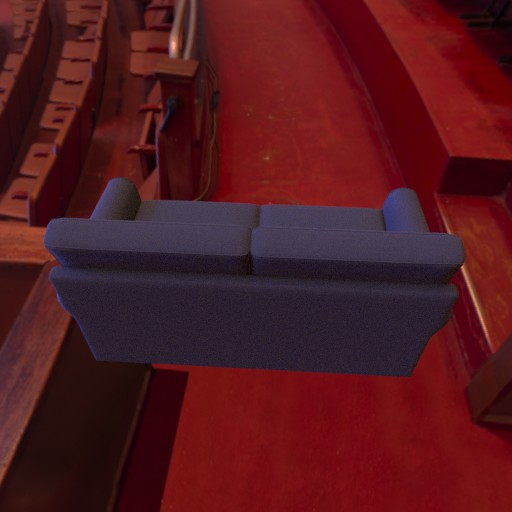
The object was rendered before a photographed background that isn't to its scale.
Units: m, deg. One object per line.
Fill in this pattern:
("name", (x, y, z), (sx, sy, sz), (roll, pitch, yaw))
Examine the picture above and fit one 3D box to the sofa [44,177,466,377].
("sofa", (0.000, 0.000, 2.498), (1.930, 1.020, 0.940), (2, 46, 2))
